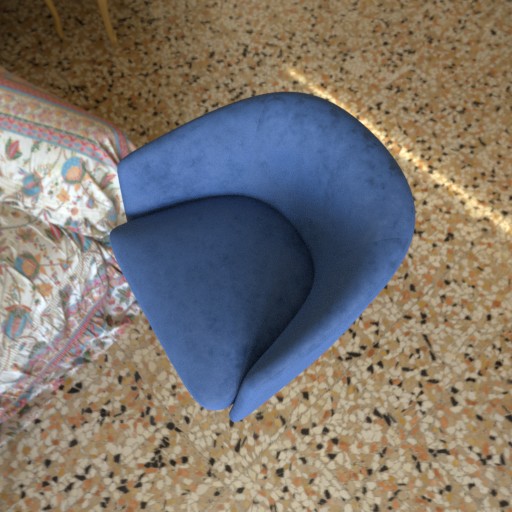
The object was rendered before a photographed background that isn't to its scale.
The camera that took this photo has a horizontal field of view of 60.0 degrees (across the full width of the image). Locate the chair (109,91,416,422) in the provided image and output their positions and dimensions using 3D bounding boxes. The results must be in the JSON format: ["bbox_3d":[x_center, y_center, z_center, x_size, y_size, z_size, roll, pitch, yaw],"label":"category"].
[{"bbox_3d":[0.000,0.000,1.400,0.767,0.698,0.773,-29,67,-14],"label":"chair"}]
